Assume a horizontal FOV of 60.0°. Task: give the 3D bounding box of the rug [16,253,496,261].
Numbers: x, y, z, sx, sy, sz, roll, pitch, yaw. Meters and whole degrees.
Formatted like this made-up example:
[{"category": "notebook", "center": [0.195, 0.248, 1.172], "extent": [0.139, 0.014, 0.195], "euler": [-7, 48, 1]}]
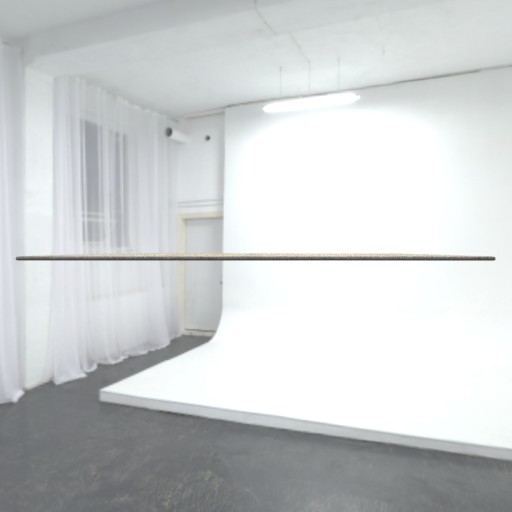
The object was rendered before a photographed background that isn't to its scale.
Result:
[{"category": "rug", "center": [0.000, 0.000, 2.292], "extent": [1.829, 0.016, 1.219], "euler": [0, 1, 1]}]
